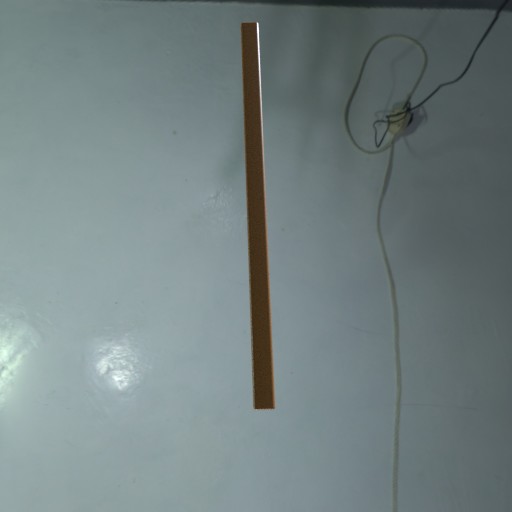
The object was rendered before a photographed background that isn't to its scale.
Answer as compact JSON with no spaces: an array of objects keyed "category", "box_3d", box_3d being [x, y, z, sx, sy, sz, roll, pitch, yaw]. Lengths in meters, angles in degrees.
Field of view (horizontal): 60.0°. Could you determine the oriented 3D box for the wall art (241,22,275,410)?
[{"category":"wall art","box_3d":[0.000,0.000,0.518,0.015,0.379,0.310,-2,76,-1]}]
